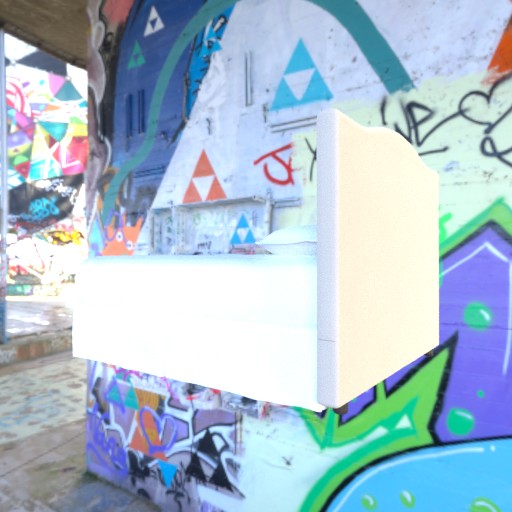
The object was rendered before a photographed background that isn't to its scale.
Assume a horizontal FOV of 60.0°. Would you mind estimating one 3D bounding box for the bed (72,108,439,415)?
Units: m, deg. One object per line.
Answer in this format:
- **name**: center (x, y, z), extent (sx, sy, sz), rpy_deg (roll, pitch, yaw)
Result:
- **bed**: center (0.000, 0.000, 3.093), extent (2.052, 1.398, 1.678), rpy_deg (0, 0, 36)
